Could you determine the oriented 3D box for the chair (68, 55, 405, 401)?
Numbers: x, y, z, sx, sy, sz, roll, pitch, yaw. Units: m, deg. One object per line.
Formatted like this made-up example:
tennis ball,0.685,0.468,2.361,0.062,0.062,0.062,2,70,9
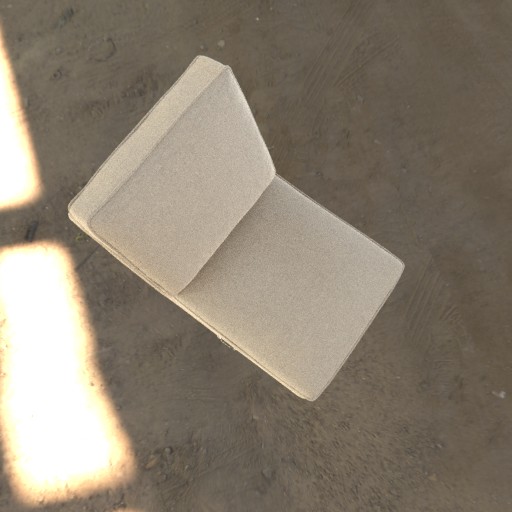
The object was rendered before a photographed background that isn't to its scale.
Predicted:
chair,0.000,0.000,1.598,0.938,0.970,0.621,36,78,9
